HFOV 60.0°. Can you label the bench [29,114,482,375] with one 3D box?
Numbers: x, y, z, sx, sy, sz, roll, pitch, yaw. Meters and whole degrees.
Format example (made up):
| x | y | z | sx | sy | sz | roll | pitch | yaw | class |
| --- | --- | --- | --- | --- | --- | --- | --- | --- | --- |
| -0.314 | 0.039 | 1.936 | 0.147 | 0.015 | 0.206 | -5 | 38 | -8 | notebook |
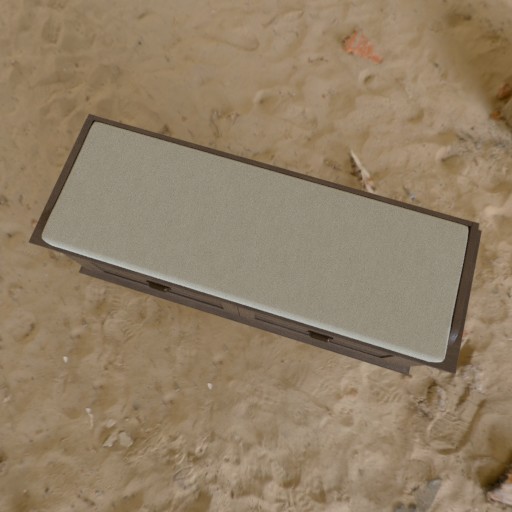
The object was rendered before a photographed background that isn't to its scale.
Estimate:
| x | y | z | sx | sy | sz | roll | pitch | yaw | class |
| --- | --- | --- | --- | --- | --- | --- | --- | --- | --- |
| 0.000 | 0.000 | 1.415 | 1.185 | 0.501 | 0.402 | 17 | 75 | 5 | bench |
